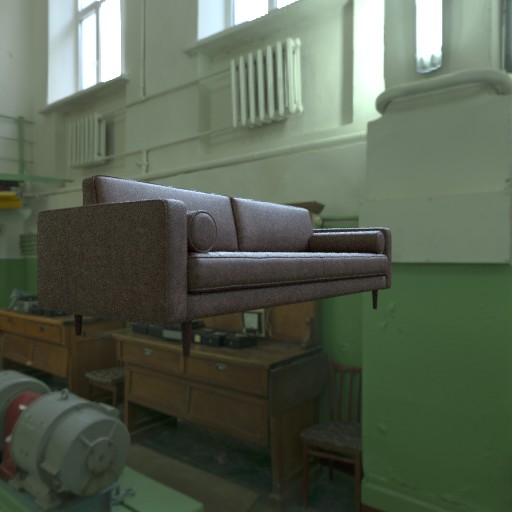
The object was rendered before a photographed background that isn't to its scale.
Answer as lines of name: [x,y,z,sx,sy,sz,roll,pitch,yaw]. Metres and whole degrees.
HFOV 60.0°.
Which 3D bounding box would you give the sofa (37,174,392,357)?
sofa: [0.000,0.000,2.656,0.914,0.762,2.210,0,0,37]
